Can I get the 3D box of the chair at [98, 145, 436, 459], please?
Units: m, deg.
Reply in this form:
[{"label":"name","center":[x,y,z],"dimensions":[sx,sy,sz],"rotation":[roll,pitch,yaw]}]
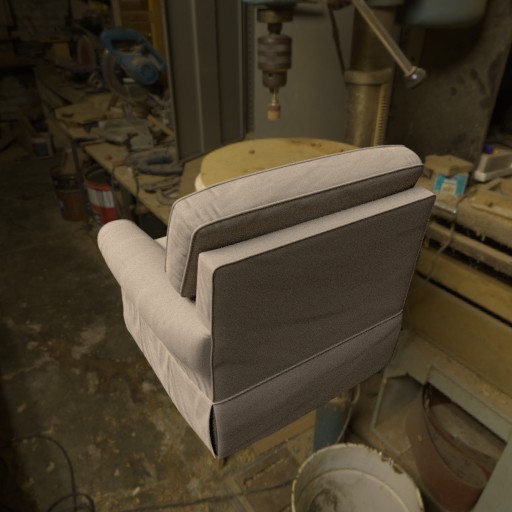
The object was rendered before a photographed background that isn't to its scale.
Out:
[{"label":"chair","center":[0.000,0.000,1.916],"dimensions":[1.135,1.017,0.988],"rotation":[-19,35,-28]}]
